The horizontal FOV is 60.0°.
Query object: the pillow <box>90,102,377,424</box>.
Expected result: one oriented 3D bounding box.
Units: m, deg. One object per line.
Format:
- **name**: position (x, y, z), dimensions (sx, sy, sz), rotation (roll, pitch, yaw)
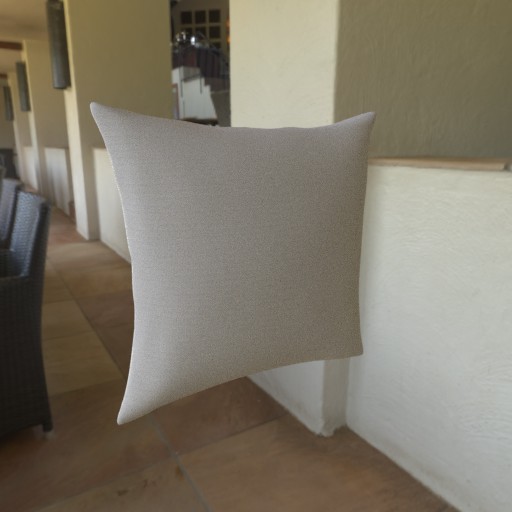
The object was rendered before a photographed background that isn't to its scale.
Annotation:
- **pillow**: position (0.000, 0.000, 0.776), dimensions (0.512, 0.497, 0.204), rotation (-7, 16, -27)
